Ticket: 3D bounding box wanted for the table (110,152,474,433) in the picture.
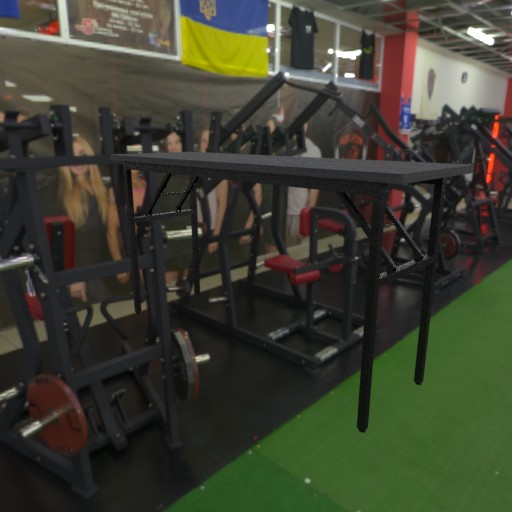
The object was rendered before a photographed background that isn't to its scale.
[{"bbox_3d":[0.000,0.000,1.745,0.449,0.750,1.399,-15,21,-43],"label":"table"}]
